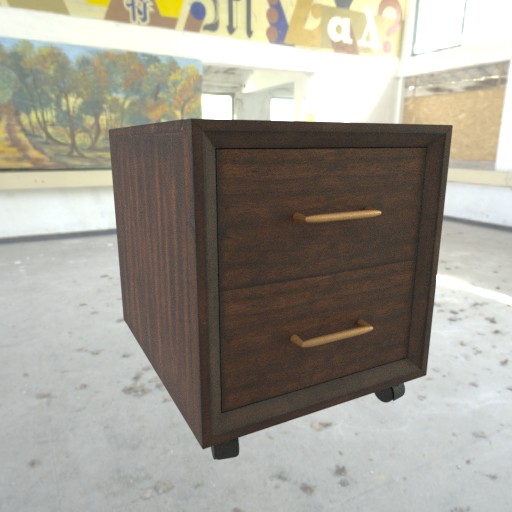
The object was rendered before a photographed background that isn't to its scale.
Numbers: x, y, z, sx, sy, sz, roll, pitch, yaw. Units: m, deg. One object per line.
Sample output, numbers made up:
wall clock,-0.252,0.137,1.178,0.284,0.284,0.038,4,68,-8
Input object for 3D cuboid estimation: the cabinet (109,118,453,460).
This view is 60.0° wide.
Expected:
cabinet,0.000,0.000,0.816,0.402,0.455,0.500,-7,16,-27
